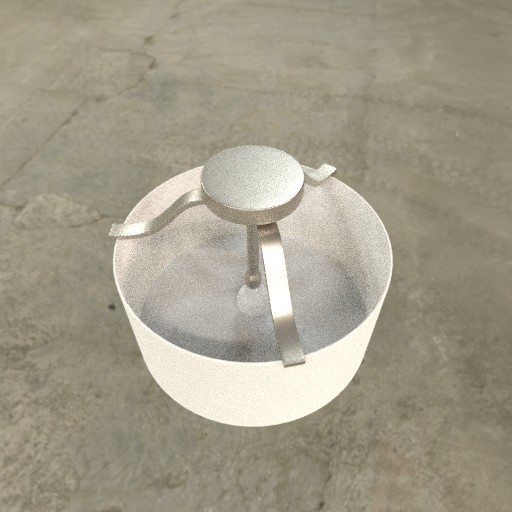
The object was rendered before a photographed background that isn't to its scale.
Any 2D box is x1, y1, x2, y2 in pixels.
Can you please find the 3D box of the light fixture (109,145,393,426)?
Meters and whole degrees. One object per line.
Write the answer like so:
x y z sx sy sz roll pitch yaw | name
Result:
0.000 0.000 0.649 0.395 0.304 0.395 0 48 0 | light fixture
